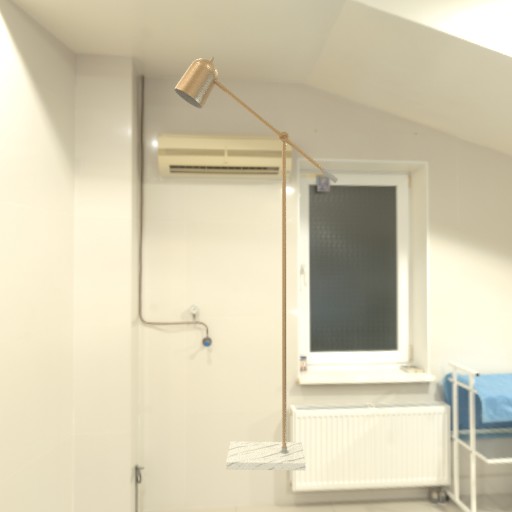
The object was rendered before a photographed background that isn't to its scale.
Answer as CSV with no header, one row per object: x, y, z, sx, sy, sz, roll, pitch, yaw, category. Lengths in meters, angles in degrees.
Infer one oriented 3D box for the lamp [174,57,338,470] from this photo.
0.000,0.000,1.758,0.653,1.594,0.194,0,-1,2,lamp
